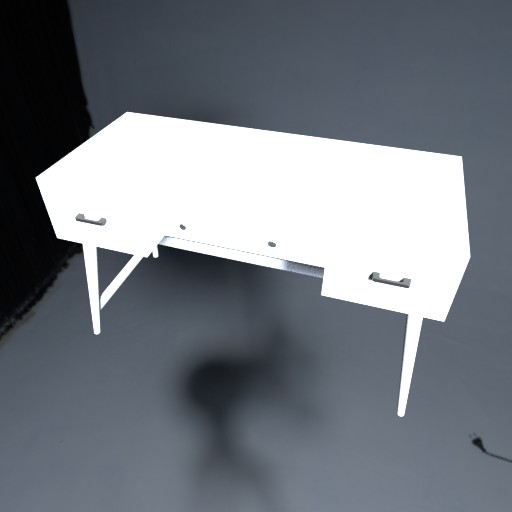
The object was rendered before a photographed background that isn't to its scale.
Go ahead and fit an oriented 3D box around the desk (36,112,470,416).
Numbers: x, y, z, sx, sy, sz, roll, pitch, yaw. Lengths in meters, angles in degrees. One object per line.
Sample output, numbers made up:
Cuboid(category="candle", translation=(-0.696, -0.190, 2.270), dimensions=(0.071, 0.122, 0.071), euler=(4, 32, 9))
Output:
Cuboid(category="desk", translation=(0.000, 0.000, 1.721), dimensions=(1.313, 0.762, 0.589), euler=(11, 41, 13))
